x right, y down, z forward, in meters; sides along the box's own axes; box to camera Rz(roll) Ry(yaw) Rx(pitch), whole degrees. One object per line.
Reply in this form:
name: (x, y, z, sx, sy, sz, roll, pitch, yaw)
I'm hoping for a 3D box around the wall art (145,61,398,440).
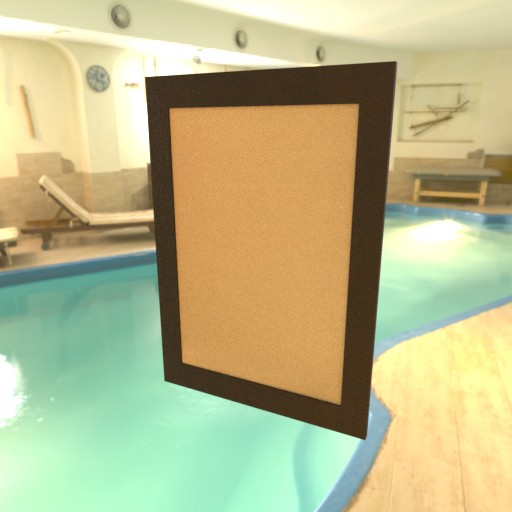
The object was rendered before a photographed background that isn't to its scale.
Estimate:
wall art: (0.000, 0.000, 0.653, 0.359, 0.508, 0.013, 8, 18, 25)
